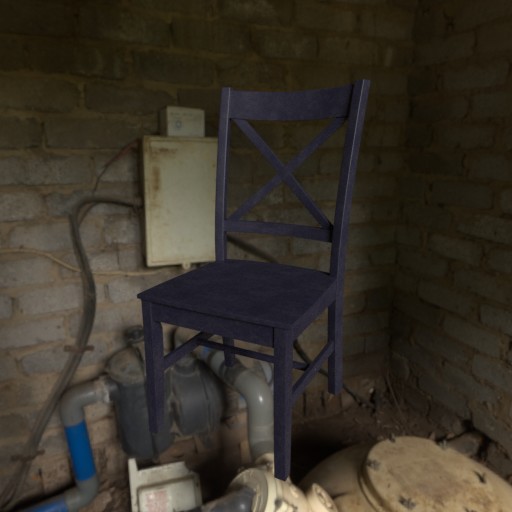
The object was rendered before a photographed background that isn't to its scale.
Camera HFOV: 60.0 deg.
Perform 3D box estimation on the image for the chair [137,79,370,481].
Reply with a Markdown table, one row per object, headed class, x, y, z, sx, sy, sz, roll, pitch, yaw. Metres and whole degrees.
| class | x | y | z | sx | sy | sz | roll | pitch | yaw |
| --- | --- | --- | --- | --- | --- | --- | --- | --- | --- |
| chair | 0.000 | 0.000 | 1.291 | 0.485 | 0.983 | 0.542 | 8 | 17 | 26 |
